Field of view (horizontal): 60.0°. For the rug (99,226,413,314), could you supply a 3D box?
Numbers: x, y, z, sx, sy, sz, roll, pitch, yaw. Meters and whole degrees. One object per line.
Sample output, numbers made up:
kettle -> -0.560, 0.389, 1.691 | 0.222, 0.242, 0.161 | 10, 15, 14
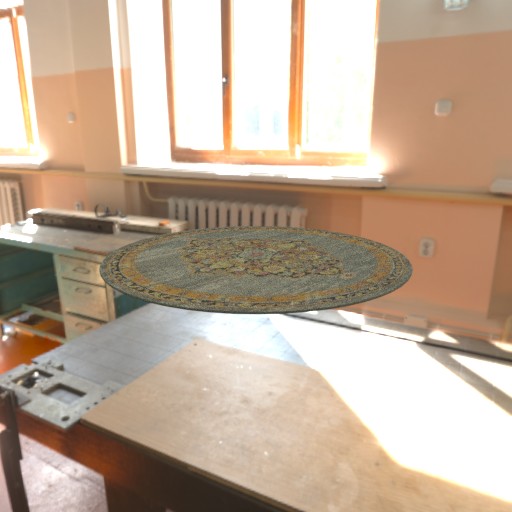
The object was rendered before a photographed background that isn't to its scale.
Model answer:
rug -> 0.000, 0.000, 2.388 | 1.598, 0.010, 1.598 | 0, 15, 0
